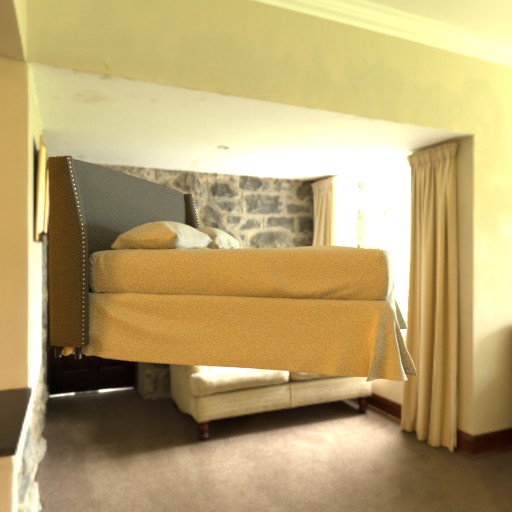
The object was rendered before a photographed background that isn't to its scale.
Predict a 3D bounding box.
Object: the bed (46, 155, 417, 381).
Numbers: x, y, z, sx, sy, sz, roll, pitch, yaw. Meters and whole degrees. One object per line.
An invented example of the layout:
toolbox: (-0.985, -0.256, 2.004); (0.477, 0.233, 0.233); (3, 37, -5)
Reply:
bed: (0.000, 0.000, 3.444); (2.276, 1.332, 1.925); (0, 0, 17)
